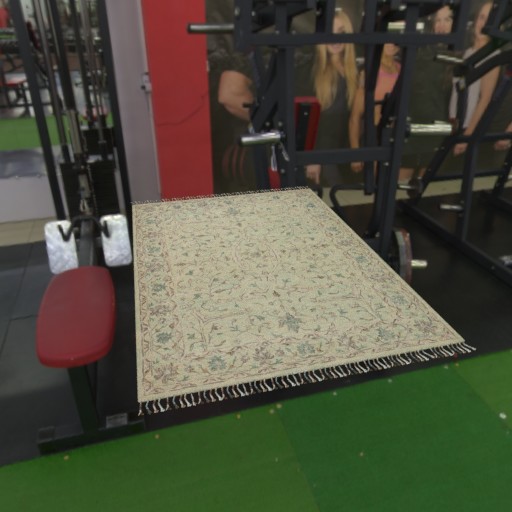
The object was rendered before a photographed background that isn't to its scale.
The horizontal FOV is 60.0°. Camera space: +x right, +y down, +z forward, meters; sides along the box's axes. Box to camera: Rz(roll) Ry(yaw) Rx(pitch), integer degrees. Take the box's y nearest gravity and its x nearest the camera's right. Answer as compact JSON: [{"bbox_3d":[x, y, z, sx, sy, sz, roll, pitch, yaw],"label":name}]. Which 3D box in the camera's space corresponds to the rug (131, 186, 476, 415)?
[{"bbox_3d":[0.000,0.000,2.275,1.247,0.008,1.802,-7,30,-12],"label":"rug"}]
